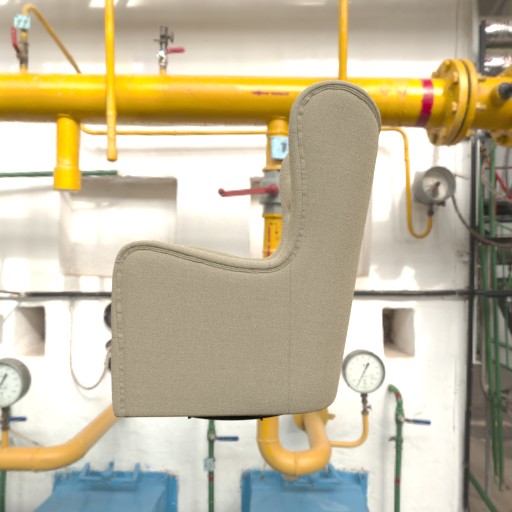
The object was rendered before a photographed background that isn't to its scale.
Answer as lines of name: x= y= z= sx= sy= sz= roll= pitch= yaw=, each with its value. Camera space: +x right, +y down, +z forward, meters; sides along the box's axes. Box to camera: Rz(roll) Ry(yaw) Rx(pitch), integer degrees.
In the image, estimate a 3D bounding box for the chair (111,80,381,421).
chair: x=0.000 y=0.000 z=1.752 sx=0.929 sy=1.079 sz=0.831 roll=0 pitch=0 yaw=1
